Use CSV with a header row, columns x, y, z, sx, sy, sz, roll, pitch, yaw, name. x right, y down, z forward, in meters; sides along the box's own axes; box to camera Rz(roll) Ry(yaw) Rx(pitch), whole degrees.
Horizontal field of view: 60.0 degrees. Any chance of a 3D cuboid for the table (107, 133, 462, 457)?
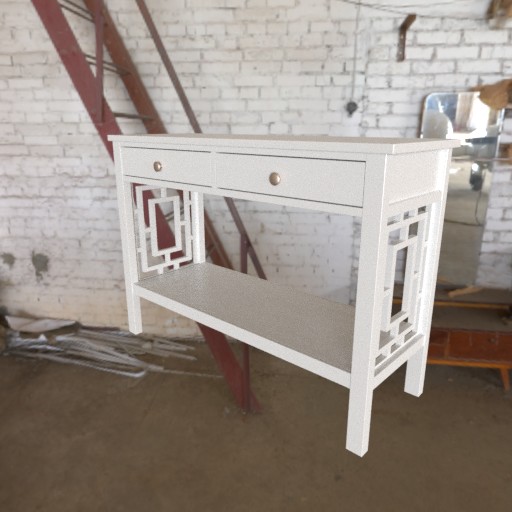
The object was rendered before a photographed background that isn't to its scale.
x,y,z,sx,sy,sz,roll,pitch,yaw,name
0.000,0.000,1.449,1.068,0.753,0.397,15,22,40,table
